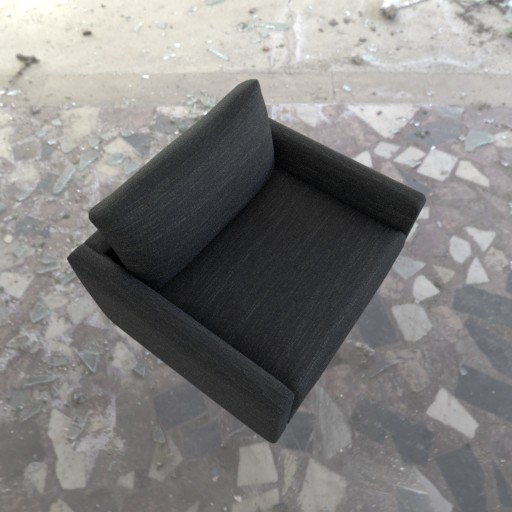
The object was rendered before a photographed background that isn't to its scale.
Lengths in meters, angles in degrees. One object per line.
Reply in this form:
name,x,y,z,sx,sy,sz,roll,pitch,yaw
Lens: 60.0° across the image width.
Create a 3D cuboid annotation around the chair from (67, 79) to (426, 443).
chair,0.000,0.000,1.659,0.866,0.861,0.963,32,64,18
